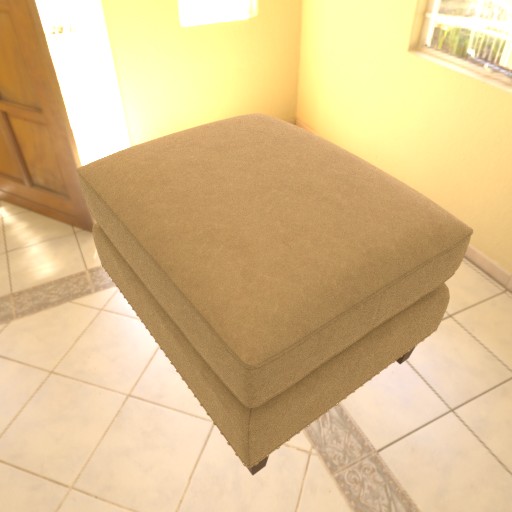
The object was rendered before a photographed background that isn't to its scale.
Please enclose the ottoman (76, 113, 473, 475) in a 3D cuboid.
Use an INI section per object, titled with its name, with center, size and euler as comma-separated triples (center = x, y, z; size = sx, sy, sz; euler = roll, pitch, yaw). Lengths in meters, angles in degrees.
[ottoman]
center = 0.000, 0.000, 1.099
size = 0.584, 0.513, 0.741
euler = -26, 47, -27
